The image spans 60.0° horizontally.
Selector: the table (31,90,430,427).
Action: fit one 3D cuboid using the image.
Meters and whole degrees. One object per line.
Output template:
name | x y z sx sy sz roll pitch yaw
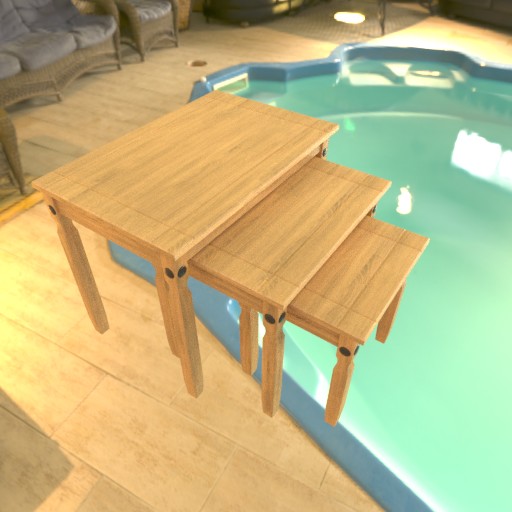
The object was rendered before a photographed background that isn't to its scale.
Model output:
table | 0.000 0.000 1.209 0.773 0.535 0.660 25 47 25
